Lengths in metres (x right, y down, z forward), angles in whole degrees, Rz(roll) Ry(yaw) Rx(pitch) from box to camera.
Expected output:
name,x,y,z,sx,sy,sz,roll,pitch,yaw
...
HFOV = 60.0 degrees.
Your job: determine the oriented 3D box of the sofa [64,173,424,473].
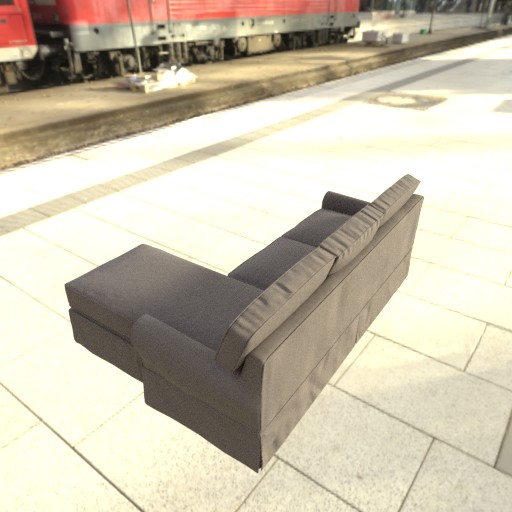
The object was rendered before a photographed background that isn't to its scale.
name,x,y,z,sx,sy,sz,roll,pitch,yaw
sofa,0.000,0.000,3.378,1.733,0.978,2.475,19,35,30
